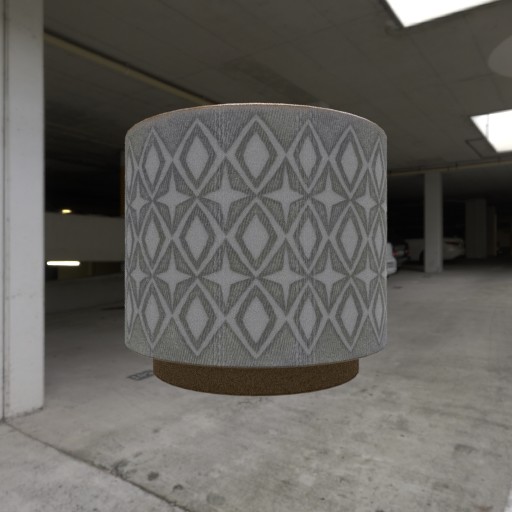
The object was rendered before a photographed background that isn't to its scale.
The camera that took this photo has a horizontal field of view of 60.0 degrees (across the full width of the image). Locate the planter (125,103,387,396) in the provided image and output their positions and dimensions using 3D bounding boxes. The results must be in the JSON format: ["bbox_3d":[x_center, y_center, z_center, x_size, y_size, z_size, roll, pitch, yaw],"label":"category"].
[{"bbox_3d":[0.000,0.000,0.449,0.255,0.223,0.255,0,0,0],"label":"planter"}]
